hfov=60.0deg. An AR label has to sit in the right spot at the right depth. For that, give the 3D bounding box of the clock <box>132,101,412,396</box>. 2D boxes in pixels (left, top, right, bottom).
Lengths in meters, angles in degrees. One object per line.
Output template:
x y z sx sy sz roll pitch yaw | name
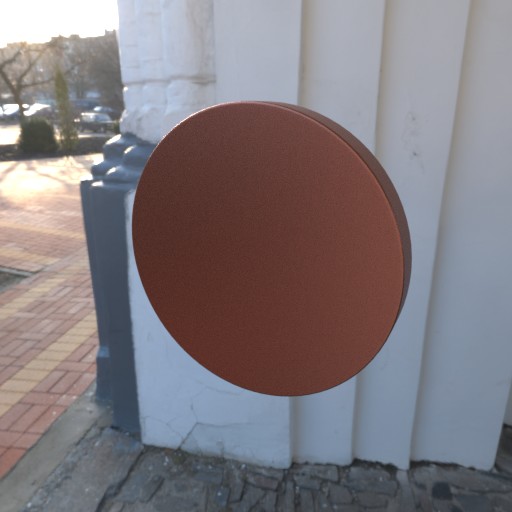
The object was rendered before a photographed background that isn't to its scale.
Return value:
0.000 0.000 0.475 0.313 0.313 0.040 9 21 26 | clock
